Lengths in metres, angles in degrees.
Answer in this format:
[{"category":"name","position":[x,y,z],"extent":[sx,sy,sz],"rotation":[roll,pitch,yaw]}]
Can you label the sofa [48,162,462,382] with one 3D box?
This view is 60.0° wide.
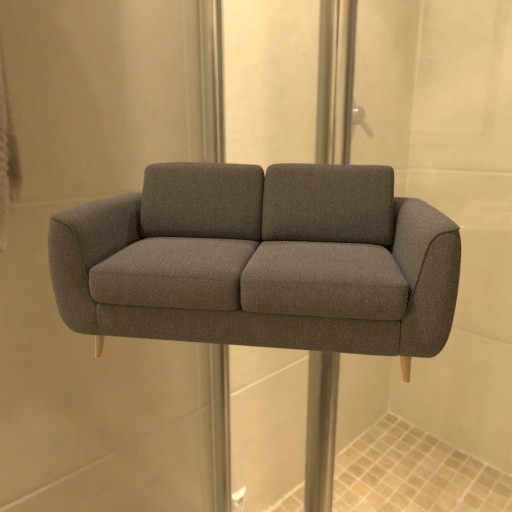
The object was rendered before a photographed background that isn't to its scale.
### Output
[{"category":"sofa","position":[0.000,0.000,2.162],"extent":[1.700,0.870,0.920],"rotation":[2,15,9]}]
